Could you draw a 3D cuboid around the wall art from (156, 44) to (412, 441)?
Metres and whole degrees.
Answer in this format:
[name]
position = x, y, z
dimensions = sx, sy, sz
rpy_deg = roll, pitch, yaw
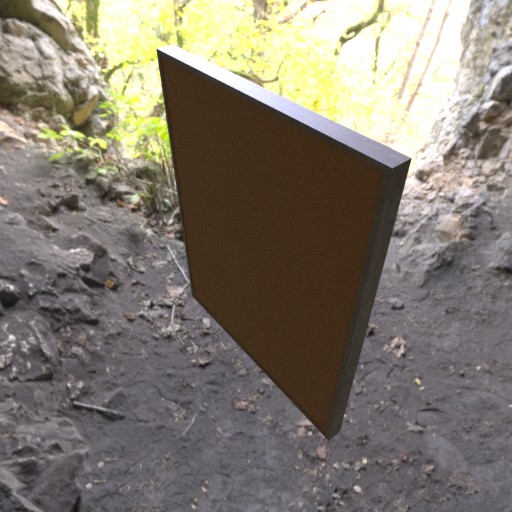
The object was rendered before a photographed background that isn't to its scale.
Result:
[wall art]
position = 0.000, 0.000, 0.694
dimensions = 0.032, 0.521, 0.421
rpy_deg = -28, 49, -28
